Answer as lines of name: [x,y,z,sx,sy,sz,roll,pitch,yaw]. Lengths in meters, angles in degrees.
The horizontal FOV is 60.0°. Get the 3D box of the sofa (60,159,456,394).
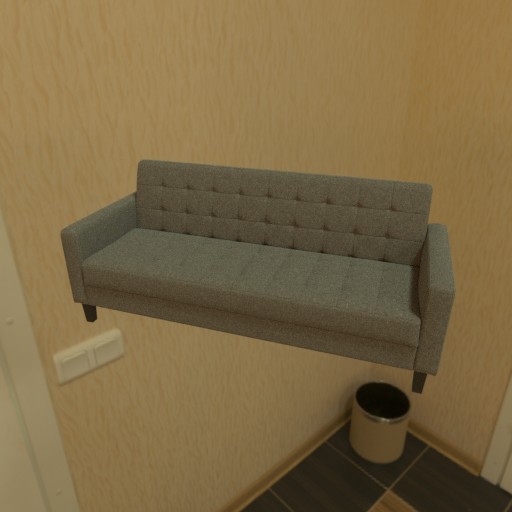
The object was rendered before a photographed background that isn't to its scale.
sofa: [0.000,0.000,2.533,2.040,0.850,0.810,8,27,17]
